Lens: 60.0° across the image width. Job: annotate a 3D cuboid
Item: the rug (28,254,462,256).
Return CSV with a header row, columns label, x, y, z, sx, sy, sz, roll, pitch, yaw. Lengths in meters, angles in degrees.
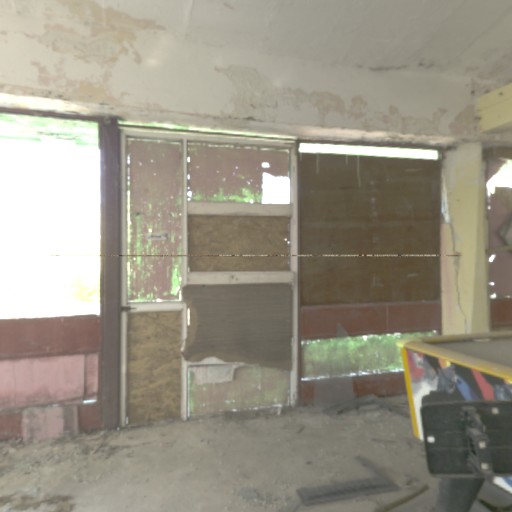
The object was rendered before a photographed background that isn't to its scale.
label,x,y,z,sx,sy,sz,roll,pitch,yaw
rug,0.000,0.000,2.392,1.918,0.007,1.268,0,0,18
